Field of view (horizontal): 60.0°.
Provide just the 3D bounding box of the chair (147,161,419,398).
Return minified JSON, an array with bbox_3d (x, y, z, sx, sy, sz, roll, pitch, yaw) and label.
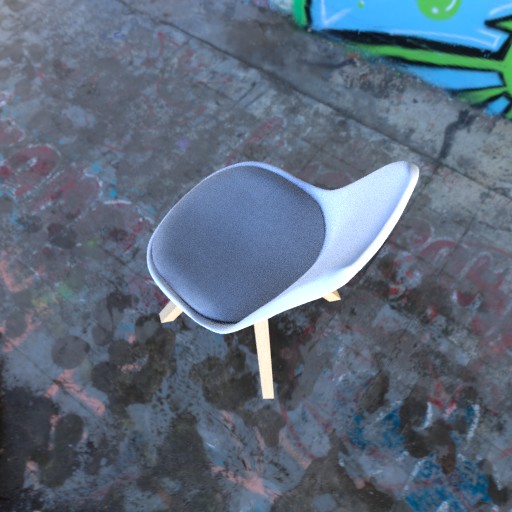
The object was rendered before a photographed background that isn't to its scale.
[{"bbox_3d":[0.000,0.000,1.170,0.550,0.850,0.485,33,68,15],"label":"chair"}]
